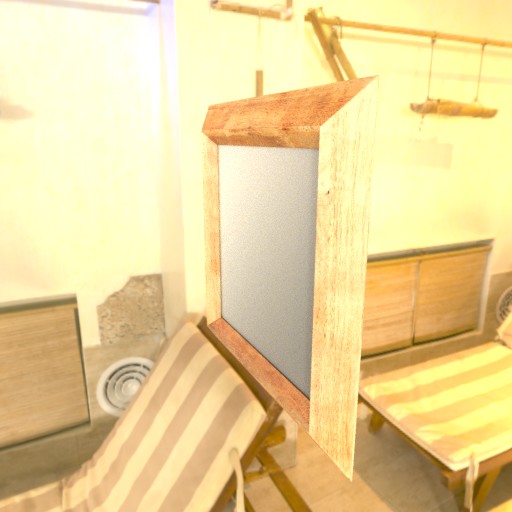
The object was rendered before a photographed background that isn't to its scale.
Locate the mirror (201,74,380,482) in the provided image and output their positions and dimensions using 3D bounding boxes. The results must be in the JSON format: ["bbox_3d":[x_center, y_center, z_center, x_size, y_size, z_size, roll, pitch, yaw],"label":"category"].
[{"bbox_3d":[0.000,0.000,0.946,0.047,0.651,0.651,-7,17,-25],"label":"mirror"}]
